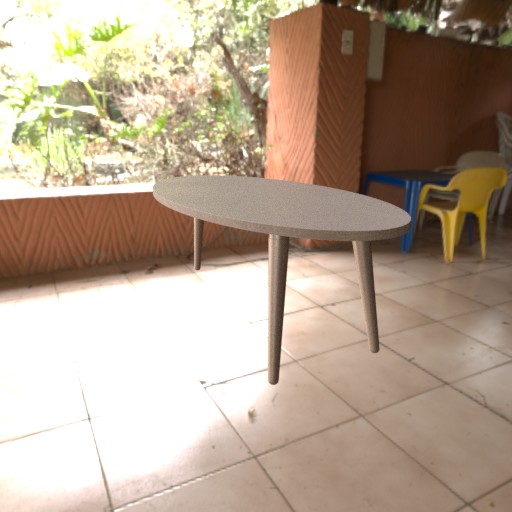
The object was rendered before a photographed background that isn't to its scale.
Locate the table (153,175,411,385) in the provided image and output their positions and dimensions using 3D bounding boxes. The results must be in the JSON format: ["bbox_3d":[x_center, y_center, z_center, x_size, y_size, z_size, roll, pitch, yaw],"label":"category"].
[{"bbox_3d":[0.000,0.000,1.373,0.542,0.390,1.083,-9,19,-27],"label":"table"}]
